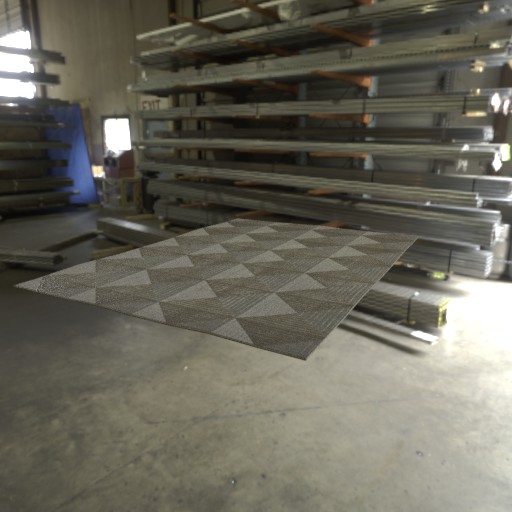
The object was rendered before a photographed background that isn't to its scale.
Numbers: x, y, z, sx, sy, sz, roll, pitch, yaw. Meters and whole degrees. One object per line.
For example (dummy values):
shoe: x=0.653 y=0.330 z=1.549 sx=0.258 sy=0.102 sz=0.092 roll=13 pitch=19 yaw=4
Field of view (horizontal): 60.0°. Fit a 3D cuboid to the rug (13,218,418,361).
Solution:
rug: x=0.000 y=0.000 z=4.247 sx=2.428 sy=0.027 sz=3.333 roll=8 pitch=17 yaw=28
